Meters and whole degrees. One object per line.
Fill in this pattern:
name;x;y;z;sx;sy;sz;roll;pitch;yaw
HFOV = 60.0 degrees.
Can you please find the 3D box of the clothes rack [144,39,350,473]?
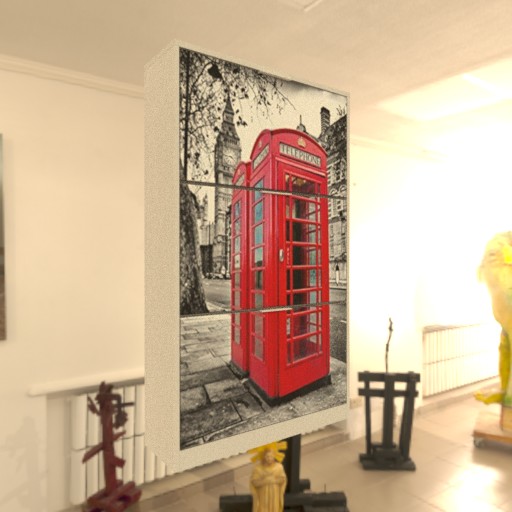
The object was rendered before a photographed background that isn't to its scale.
clothes rack;0.000;0.000;1.616;0.750;1.280;0.250;0;0;-36
